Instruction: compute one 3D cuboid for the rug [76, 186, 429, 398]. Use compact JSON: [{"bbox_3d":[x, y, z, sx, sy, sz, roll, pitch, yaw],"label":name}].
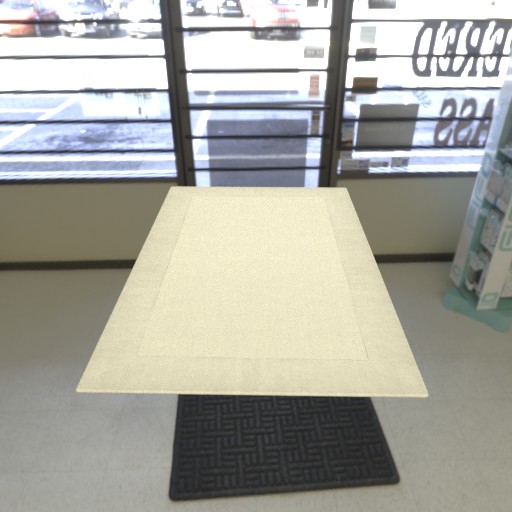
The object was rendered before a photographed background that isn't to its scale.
[{"bbox_3d":[0.000,0.000,2.304,1.219,0.013,1.829,1,31,1],"label":"rug"}]
